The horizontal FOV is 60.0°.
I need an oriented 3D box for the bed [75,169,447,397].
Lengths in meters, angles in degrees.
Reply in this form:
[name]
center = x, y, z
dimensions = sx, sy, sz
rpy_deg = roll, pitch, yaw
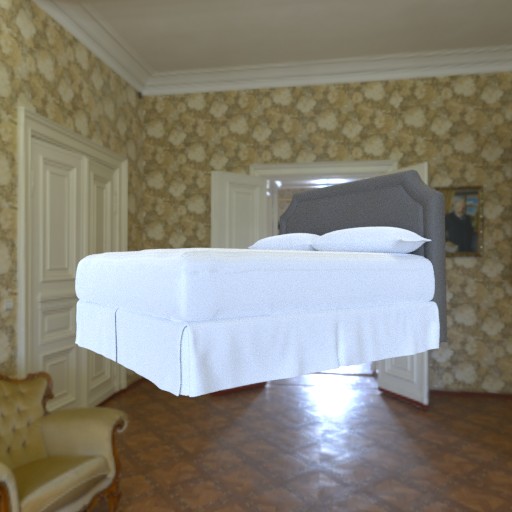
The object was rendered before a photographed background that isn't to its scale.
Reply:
[bed]
center = 0.000, 0.000, 3.887
dimensions = 2.536, 1.561, 2.194
rpy_deg = 1, -2, -37
